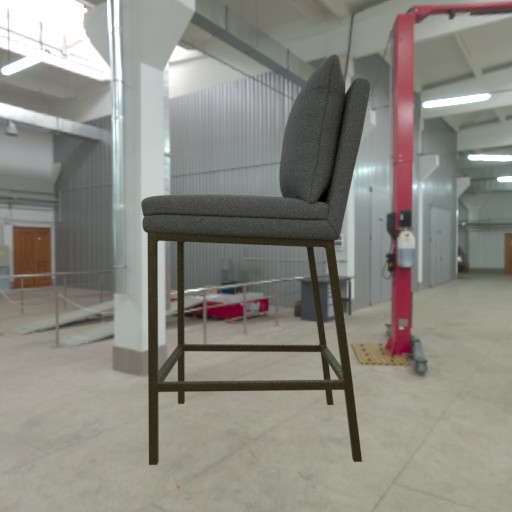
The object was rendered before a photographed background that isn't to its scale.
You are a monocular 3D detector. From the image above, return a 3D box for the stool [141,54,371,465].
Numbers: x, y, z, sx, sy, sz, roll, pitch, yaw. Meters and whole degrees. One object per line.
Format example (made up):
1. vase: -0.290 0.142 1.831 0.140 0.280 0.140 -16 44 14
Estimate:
1. stool: 0.000 0.000 1.314 0.569 1.030 0.463 0 1 0
